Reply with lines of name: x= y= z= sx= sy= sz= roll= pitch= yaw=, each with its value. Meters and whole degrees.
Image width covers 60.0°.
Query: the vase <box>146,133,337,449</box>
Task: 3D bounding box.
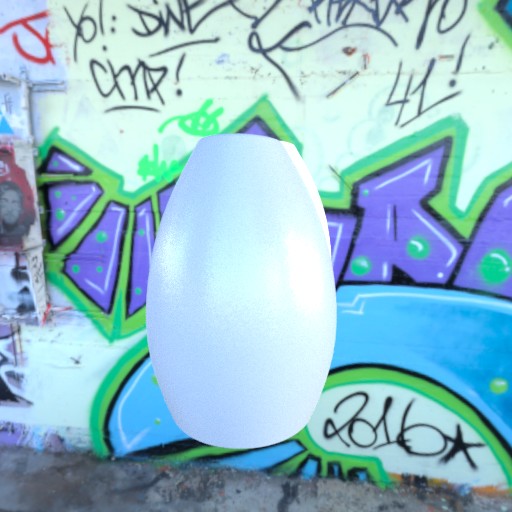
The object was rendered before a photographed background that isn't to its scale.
vase: x=0.000 y=0.000 z=0.255 sx=0.089 sy=0.131 sz=0.187 roll=2 pitch=13 yaw=8
